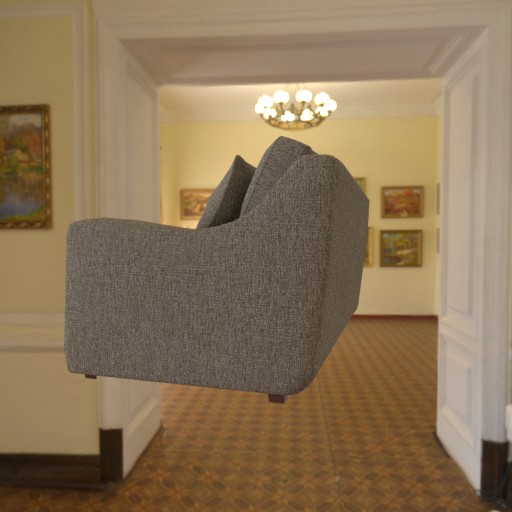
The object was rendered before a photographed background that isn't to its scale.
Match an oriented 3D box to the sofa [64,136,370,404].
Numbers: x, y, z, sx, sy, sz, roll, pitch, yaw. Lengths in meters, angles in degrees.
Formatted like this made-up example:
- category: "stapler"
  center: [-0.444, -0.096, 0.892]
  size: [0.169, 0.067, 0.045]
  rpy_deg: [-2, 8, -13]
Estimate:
- category: "sofa"
  center: [0.000, 0.000, 2.436]
  size: [1.120, 0.991, 1.778]
  rpy_deg: [1, 2, 18]
